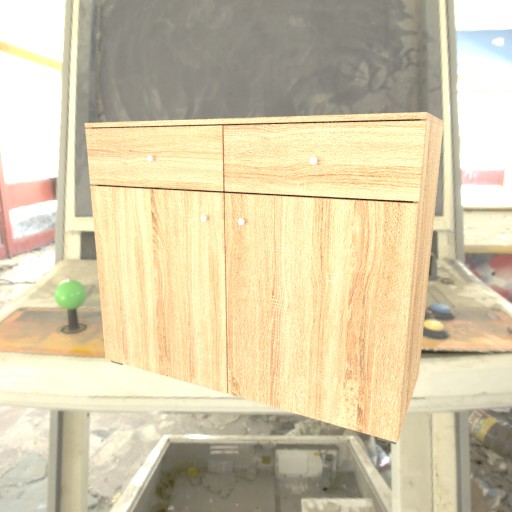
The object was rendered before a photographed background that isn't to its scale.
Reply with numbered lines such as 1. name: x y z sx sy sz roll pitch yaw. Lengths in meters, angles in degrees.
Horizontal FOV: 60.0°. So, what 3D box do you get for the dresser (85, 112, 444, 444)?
1. dresser: 0.000 0.000 1.554 1.100 0.900 0.450 7 16 26
